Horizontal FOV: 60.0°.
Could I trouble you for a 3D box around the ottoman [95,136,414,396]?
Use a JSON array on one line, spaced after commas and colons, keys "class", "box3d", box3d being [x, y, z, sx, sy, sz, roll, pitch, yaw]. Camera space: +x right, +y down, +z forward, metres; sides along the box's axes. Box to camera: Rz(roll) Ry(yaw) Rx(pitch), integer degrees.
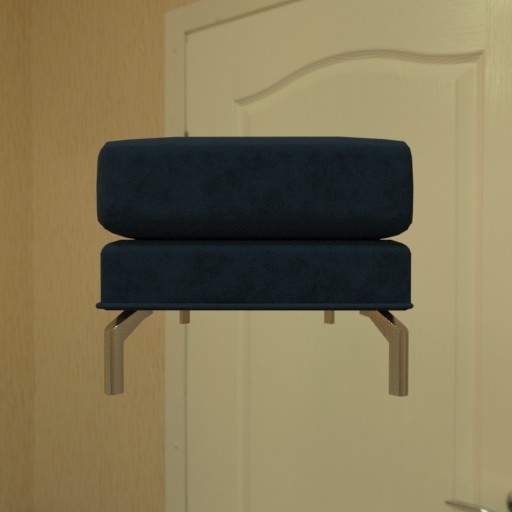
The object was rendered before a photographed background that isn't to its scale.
[{"class": "ottoman", "box3d": [0.000, 0.000, 1.207, 0.587, 0.498, 0.835, 0, 1, 0]}]
